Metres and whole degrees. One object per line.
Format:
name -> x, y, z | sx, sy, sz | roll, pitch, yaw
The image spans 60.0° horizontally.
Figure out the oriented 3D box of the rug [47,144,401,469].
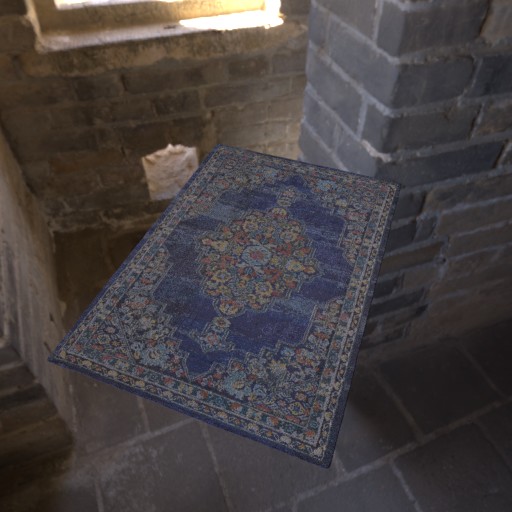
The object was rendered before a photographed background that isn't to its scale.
rug -> 0.000, 0.000, 3.805 | 2.053, 0.011, 2.940 | 16, 49, 14
